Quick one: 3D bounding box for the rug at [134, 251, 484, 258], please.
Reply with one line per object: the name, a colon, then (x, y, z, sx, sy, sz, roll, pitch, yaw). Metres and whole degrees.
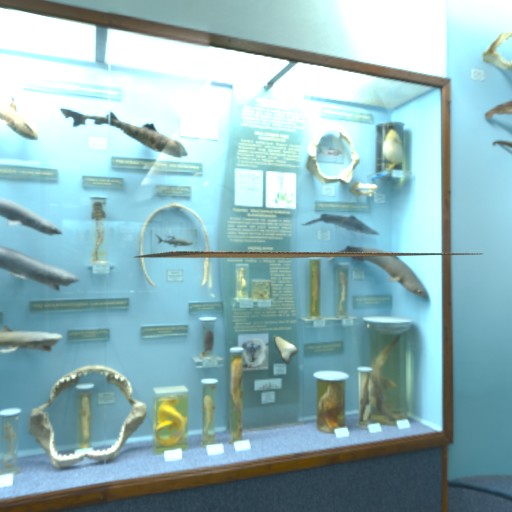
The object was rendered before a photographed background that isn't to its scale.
rug: (0.000, 0.000, 3.027, 1.521, 0.006, 2.435, 0, -1, -18)
